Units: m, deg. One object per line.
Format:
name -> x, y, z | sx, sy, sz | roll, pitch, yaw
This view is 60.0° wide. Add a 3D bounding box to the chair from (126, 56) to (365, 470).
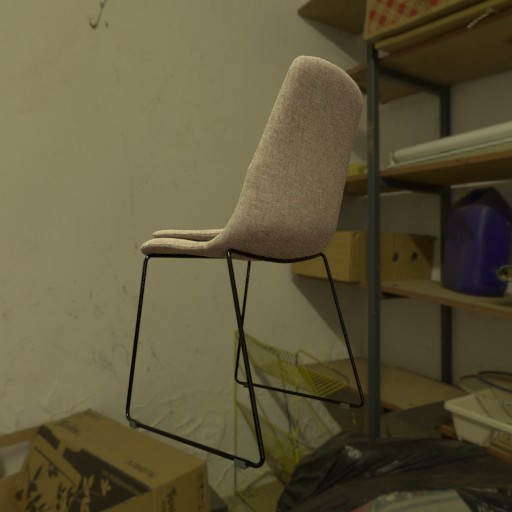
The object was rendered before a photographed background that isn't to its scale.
chair -> 0.000, 0.000, 1.170 | 0.518, 0.858, 0.479 | -1, -2, 38
